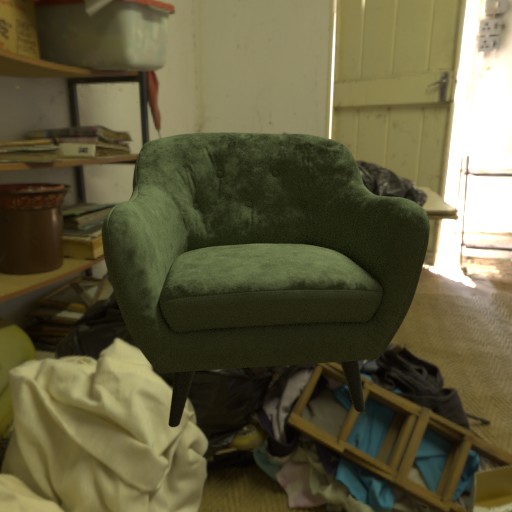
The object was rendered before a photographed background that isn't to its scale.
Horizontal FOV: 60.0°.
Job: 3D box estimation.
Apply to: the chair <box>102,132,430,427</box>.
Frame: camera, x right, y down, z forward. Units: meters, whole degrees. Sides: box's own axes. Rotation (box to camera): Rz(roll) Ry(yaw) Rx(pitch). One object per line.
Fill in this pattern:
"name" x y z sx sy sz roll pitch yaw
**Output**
"chair" 0.000 0.000 1.488 0.840 0.804 0.819 -2 15 -7
